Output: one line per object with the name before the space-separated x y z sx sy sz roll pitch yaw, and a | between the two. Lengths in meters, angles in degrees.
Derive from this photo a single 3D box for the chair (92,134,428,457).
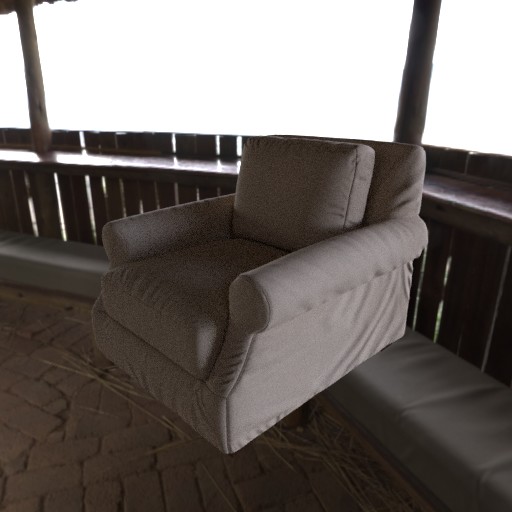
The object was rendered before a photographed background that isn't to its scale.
chair | 0.000 0.000 1.733 1.066 0.866 0.940 -18 26 -41
